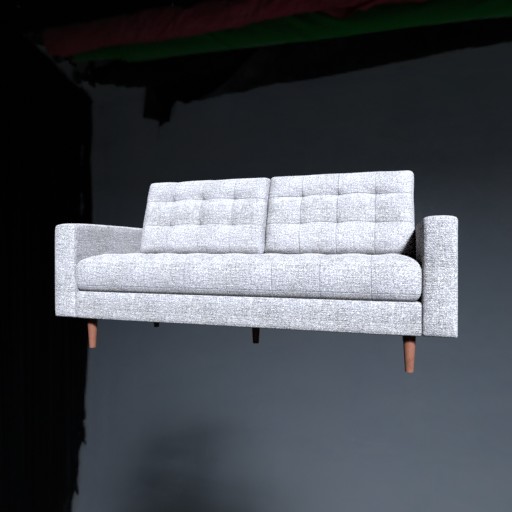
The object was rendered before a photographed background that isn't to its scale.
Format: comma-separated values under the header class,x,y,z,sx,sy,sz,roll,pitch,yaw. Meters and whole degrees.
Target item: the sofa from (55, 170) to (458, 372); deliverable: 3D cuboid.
class,x,y,z,sx,sy,sz,roll,pitch,yaw
sofa,0.000,0.000,2.294,1.821,0.902,0.863,0,1,17
